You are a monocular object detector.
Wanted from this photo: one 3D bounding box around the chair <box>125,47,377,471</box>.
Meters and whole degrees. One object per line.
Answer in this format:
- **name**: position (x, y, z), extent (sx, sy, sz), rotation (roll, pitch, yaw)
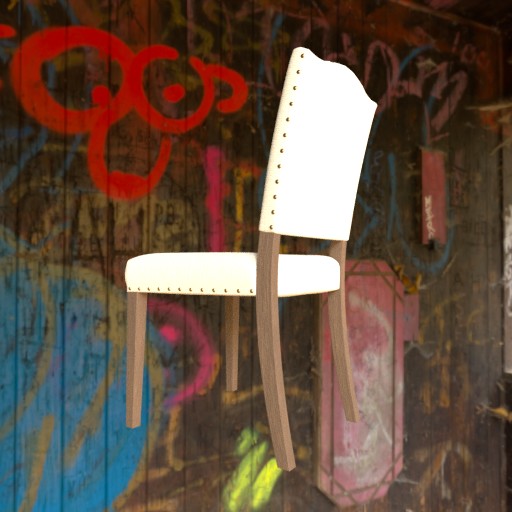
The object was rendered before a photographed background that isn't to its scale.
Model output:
- **chair**: position (0.000, 0.000, 1.353), extent (0.619, 1.015, 0.508), rotation (-1, -1, 36)
